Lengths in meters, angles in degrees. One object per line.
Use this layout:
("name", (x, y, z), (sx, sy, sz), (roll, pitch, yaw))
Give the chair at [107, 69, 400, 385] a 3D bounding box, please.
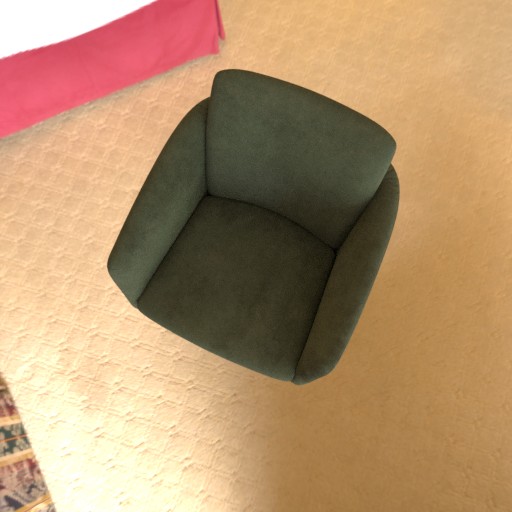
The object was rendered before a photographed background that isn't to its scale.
("chair", (0.000, 0.000, 1.358), (0.641, 0.908, 0.635), (24, 76, 6))
